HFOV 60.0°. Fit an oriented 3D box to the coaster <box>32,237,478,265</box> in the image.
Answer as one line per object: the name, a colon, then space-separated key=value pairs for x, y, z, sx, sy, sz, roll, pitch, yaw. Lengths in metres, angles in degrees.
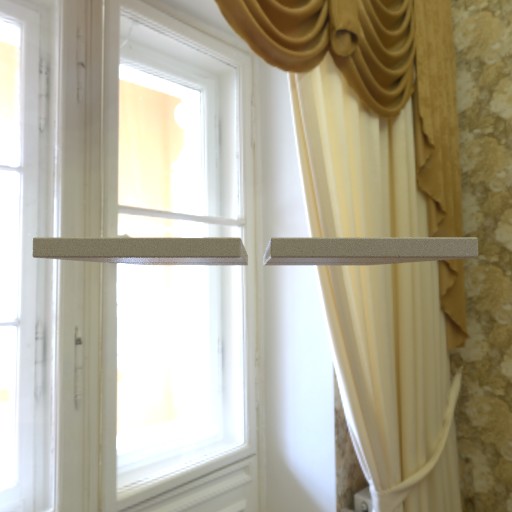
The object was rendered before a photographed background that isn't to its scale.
coaster: x=0.000 y=0.000 z=0.324 sx=0.219 sy=0.010 sz=0.214 roll=0 pitch=-2 yaw=0
